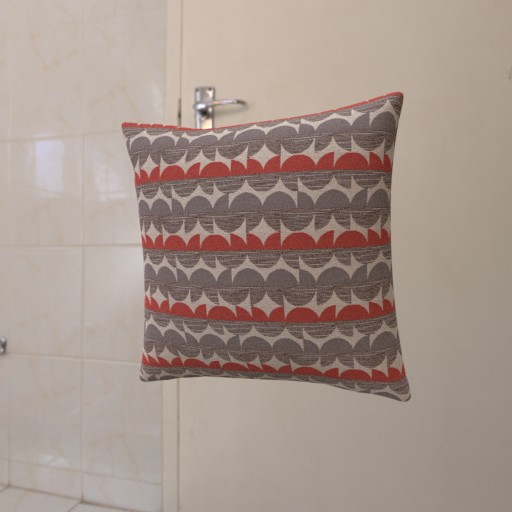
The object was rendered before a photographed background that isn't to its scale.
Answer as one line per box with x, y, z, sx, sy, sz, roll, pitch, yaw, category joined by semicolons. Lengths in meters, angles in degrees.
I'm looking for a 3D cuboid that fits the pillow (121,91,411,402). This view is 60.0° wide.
0.000;0.000;0.638;0.420;0.410;0.180;0;-1;18;pillow
